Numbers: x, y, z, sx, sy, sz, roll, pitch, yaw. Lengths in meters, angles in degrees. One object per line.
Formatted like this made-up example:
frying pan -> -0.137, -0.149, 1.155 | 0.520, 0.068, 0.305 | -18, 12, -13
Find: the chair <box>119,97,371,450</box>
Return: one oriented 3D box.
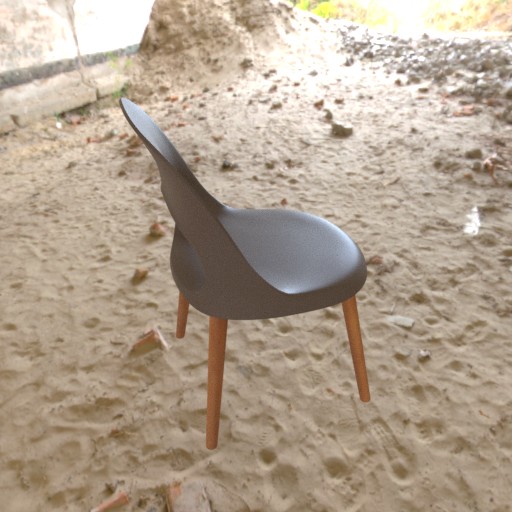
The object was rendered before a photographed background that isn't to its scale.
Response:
chair -> 0.000, 0.000, 1.138 | 0.556, 0.794, 0.470 | -10, 32, -16
